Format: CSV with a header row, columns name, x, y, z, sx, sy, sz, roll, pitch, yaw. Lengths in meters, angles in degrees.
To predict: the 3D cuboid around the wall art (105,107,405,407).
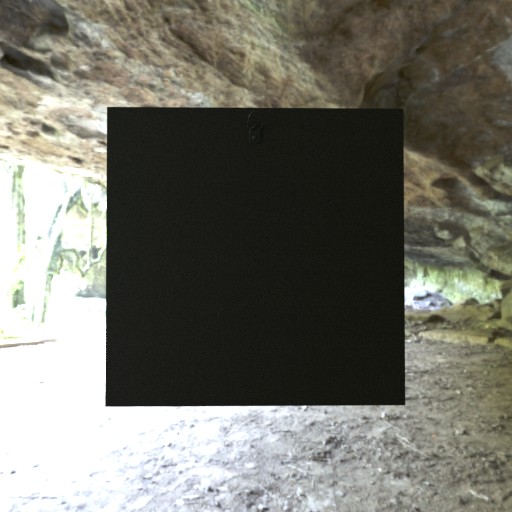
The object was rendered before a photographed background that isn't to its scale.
name,x,y,z,sx,sy,sz,roll,pitch,yaw
wall art,0.000,0.000,0.521,0.349,0.349,0.038,0,-1,-1
